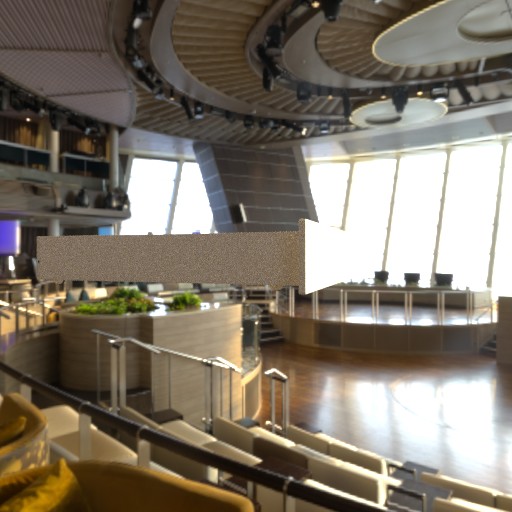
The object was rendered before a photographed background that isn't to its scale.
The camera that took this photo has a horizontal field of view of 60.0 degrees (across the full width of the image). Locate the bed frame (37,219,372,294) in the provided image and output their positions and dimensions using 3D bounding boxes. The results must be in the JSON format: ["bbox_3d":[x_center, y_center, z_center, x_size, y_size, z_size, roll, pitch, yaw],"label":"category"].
[{"bbox_3d":[0.000,0.000,1.547,0.670,0.141,1.300,0,0,20],"label":"bed frame"}]
